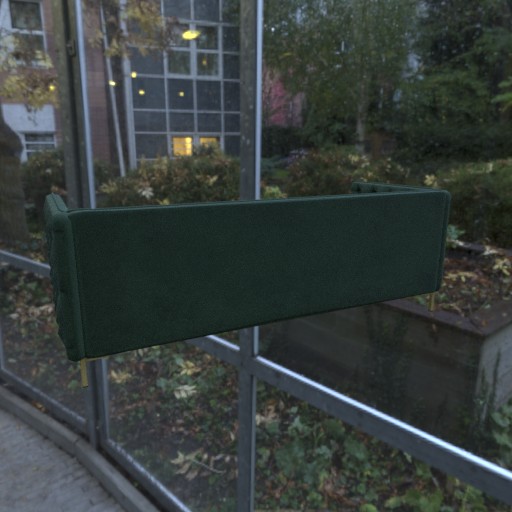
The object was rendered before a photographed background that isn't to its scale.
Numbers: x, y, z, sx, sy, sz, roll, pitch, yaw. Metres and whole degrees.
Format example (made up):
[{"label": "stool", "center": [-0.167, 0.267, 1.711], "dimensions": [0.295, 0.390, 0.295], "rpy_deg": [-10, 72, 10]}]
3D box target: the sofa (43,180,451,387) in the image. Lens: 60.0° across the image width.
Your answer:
[{"label": "sofa", "center": [0.000, 0.000, 2.617], "dimensions": [2.209, 0.771, 0.895], "rpy_deg": [-7, 15, -26]}]
